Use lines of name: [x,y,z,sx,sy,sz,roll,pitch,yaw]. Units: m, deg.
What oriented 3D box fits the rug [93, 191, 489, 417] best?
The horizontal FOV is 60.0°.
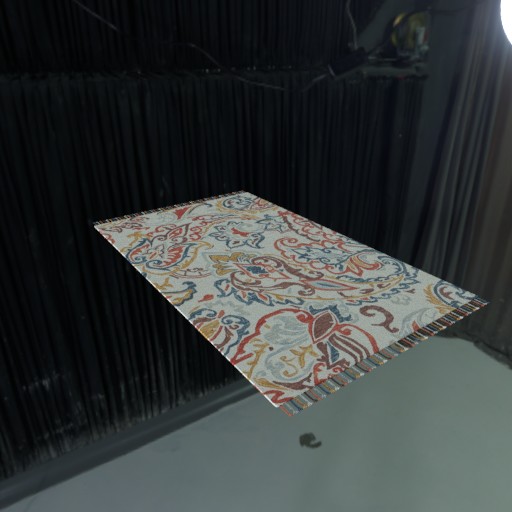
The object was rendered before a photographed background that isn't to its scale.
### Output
rug: [0.000,0.000,3.138,1.523,0.010,2.584,-17,31,-31]
